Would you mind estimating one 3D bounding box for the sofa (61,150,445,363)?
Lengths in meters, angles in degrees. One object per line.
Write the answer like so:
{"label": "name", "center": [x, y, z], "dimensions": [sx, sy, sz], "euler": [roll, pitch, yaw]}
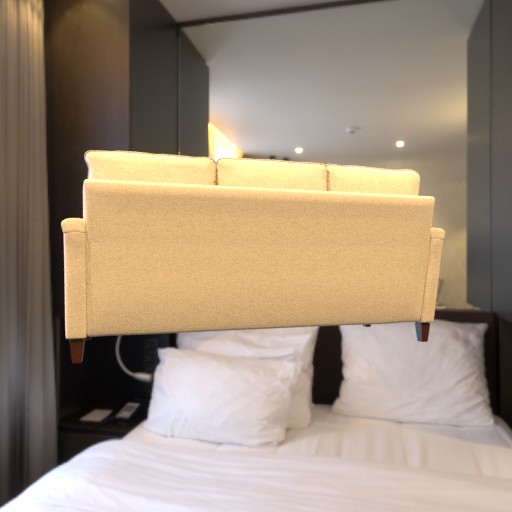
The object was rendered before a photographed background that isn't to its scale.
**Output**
{"label": "sofa", "center": [0.000, 0.000, 2.479], "dimensions": [1.925, 0.961, 0.828], "euler": [0, -1, -17]}
